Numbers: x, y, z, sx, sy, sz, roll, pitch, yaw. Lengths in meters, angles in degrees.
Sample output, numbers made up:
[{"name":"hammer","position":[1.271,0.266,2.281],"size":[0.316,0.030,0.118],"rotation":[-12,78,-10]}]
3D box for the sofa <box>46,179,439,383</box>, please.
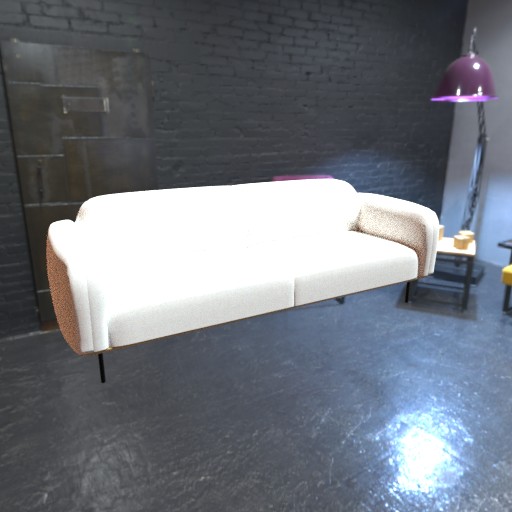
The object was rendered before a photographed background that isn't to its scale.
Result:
[{"name":"sofa","position":[0.000,0.000,2.677],"size":[2.280,0.780,0.870],"rotation":[-9,19,-28]}]
